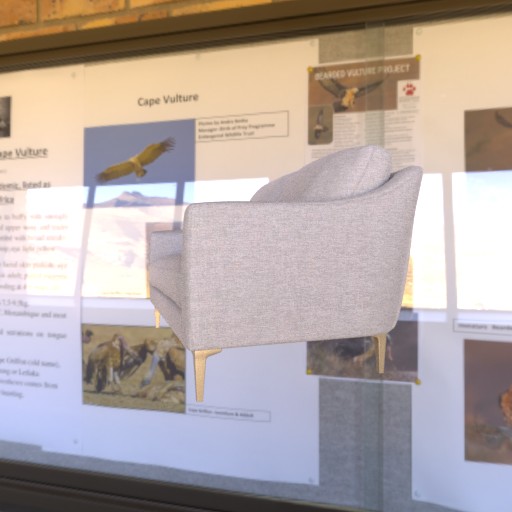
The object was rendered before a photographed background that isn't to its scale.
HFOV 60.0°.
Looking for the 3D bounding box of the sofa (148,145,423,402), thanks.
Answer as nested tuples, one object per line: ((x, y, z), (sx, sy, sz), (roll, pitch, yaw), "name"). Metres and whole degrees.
((0.000, 0.000, 2.214), (0.960, 0.904, 1.619), (0, 0, -17), "sofa")
